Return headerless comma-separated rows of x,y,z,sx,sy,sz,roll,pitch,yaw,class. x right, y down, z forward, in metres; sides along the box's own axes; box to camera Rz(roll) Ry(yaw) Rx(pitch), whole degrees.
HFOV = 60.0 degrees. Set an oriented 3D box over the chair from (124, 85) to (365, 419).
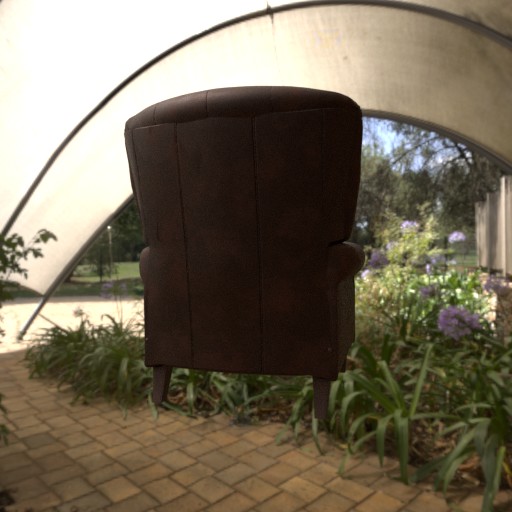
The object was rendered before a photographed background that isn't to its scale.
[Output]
0.000,0.000,1.948,0.948,1.158,1.058,0,-1,17,chair
